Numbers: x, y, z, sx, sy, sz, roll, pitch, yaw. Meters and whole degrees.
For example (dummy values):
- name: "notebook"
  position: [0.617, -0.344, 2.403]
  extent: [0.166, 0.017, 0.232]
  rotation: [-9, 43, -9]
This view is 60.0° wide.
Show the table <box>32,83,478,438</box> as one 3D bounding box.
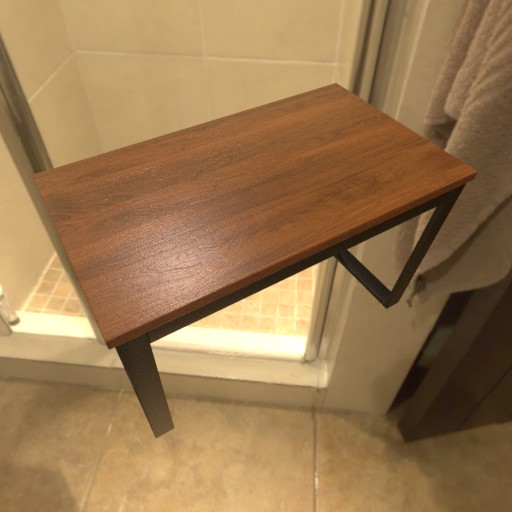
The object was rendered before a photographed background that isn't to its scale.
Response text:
- name: "table"
  position: [0.000, 0.000, 1.668]
  extent: [1.205, 0.760, 0.714]
  rotation: [-24, 51, -21]
